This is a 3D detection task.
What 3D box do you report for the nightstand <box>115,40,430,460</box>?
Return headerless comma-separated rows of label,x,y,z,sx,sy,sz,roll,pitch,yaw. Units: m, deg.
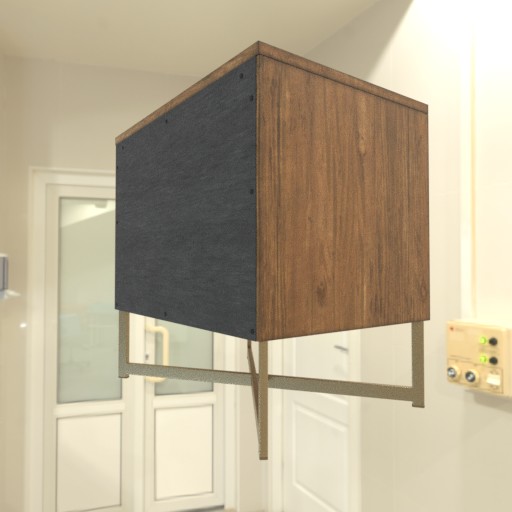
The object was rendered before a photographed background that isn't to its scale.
nightstand,0.000,0.000,1.013,0.446,0.610,0.610,1,-2,-37
